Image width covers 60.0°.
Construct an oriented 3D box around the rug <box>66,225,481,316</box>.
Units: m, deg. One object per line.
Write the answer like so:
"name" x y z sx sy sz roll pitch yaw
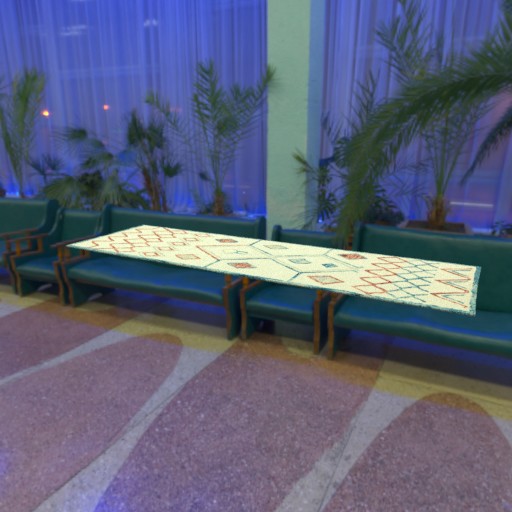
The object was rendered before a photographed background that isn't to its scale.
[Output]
"rug" 0.000 0.000 2.689 2.435 0.011 0.750 8 18 27
